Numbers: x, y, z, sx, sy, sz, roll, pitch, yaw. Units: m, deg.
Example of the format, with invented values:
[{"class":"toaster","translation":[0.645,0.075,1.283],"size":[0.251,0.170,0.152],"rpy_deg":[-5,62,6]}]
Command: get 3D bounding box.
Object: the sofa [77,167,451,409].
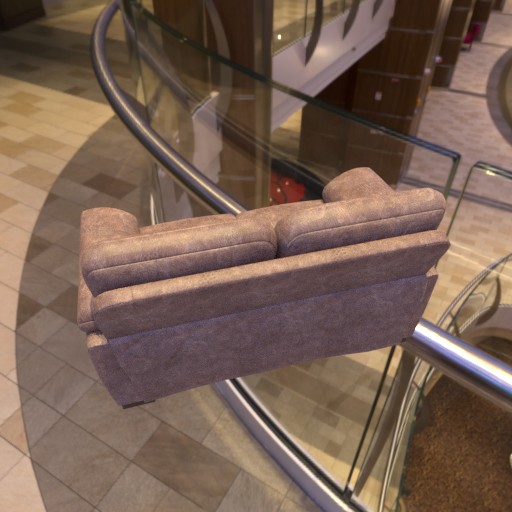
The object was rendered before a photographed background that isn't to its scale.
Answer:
[{"class":"sofa","translation":[0.000,0.000,2.345],"size":[1.753,0.991,0.991],"rpy_deg":[-10,42,-12]}]
